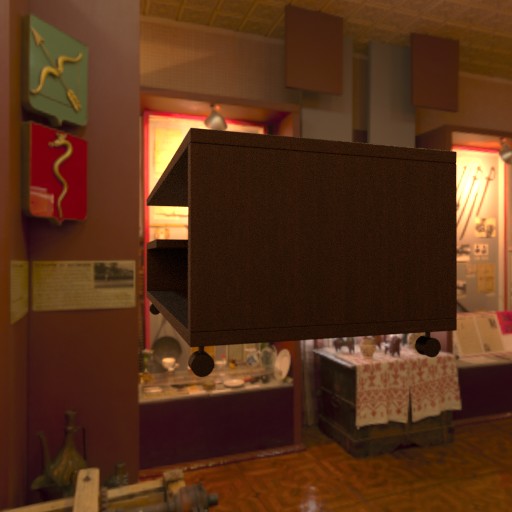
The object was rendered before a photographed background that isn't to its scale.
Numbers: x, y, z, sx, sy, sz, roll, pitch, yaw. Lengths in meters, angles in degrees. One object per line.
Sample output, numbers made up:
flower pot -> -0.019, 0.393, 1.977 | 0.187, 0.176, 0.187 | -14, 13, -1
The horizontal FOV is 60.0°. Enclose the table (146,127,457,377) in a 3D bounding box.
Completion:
table -> 0.000, 0.000, 1.385 | 0.590, 0.460, 1.050 | 0, 0, -18
